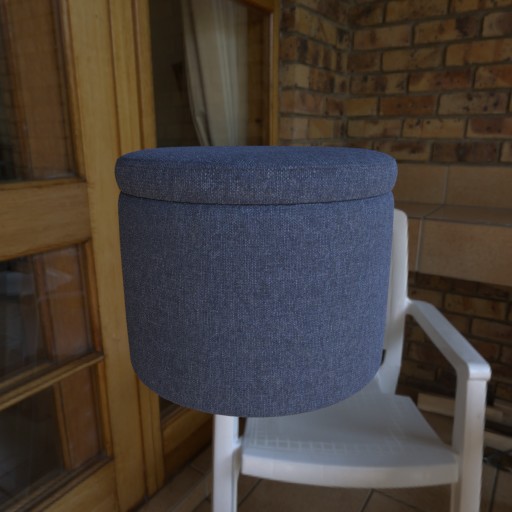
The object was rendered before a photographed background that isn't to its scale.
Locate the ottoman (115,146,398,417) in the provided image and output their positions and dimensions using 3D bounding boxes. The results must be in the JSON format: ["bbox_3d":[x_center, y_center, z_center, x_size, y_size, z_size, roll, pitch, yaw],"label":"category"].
[{"bbox_3d":[0.000,0.000,0.893,0.520,0.430,0.520,0,15,0],"label":"ottoman"}]
